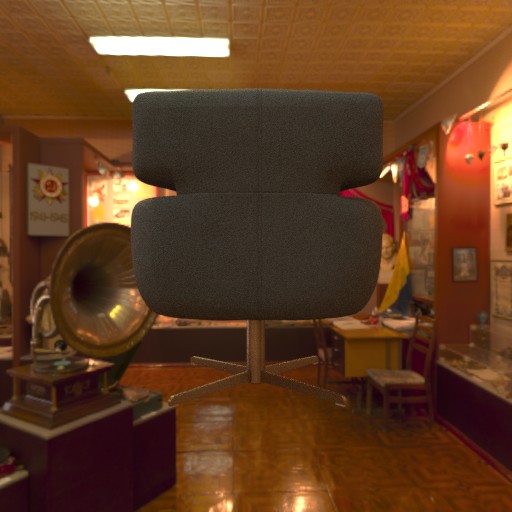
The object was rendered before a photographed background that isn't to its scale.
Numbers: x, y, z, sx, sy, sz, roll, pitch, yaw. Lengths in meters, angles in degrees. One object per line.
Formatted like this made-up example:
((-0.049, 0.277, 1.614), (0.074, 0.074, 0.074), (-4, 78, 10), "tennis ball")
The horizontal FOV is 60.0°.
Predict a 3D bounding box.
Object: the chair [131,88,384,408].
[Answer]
((0.000, 0.000, 1.405), (0.738, 0.813, 0.761), (0, 0, -1), "chair")
